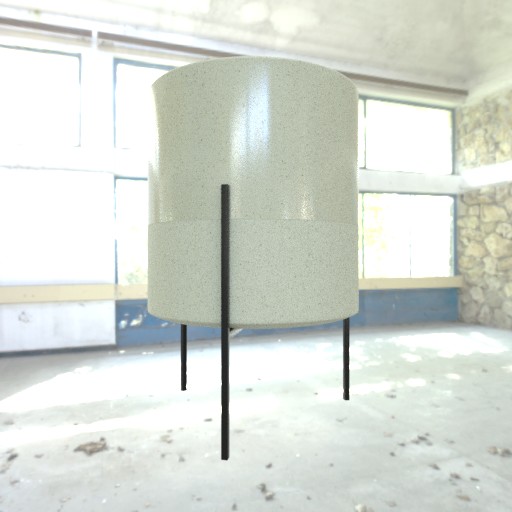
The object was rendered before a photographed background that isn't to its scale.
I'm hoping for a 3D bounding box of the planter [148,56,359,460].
[{"bbox_3d":[0.000,0.000,0.679,0.323,0.475,0.314,0,0,-19],"label":"planter"}]
